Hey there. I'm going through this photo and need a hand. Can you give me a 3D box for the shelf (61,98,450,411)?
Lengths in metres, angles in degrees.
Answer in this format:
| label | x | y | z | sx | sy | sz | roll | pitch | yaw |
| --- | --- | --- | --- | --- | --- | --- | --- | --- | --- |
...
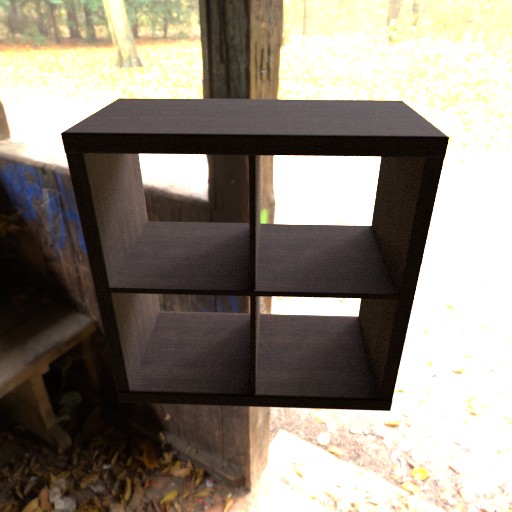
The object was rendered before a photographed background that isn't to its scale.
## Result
| label | x | y | z | sx | sy | sz | roll | pitch | yaw |
| --- | --- | --- | --- | --- | --- | --- | --- | --- | --- |
| shelf | 0.000 | 0.000 | 1.263 | 0.790 | 0.786 | 0.390 | 1 | 30 | 2 |
